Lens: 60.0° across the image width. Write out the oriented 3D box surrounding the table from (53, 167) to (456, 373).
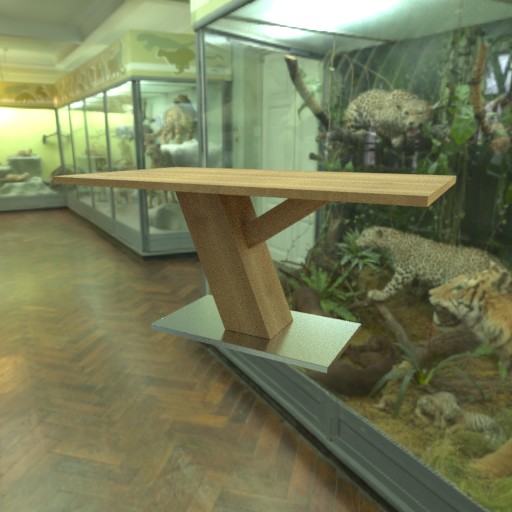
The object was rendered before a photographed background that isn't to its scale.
[{"bbox_3d":[0.000,0.000,2.107,1.600,0.750,0.900,8,16,27],"label":"table"}]
